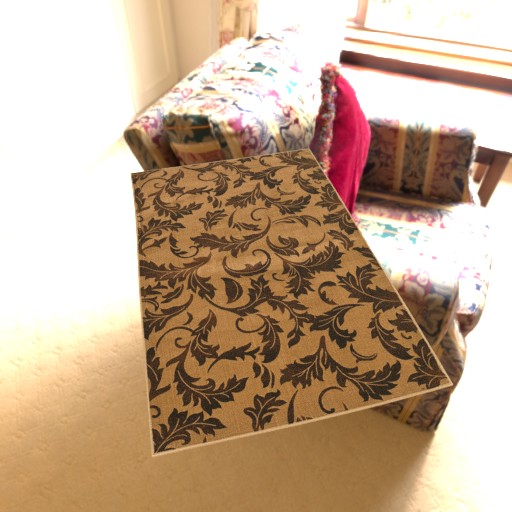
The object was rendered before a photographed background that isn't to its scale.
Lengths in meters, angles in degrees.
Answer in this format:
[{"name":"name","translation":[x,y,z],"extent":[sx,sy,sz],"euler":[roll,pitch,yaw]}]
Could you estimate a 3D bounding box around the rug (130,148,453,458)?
[{"name":"rug","translation":[0.000,0.000,2.894],"extent":[1.522,0.008,2.284],"euler":[-10,46,-10]}]
